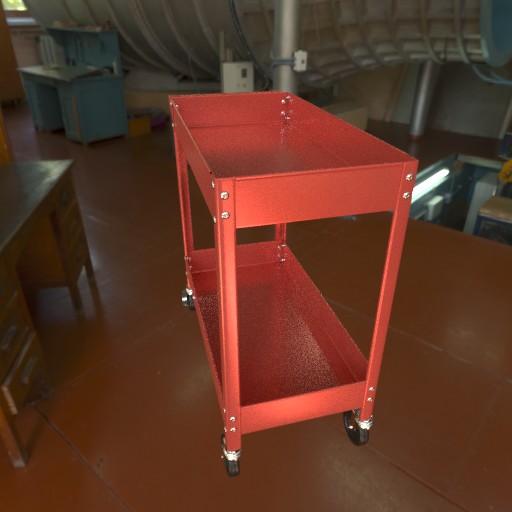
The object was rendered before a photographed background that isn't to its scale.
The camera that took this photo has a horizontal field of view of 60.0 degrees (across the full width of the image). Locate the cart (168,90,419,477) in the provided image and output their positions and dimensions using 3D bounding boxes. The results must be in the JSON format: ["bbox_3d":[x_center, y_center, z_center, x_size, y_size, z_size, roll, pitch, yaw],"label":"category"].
[{"bbox_3d":[0.000,0.000,1.170,0.366,0.719,0.779,-8,30,-13],"label":"cart"}]
